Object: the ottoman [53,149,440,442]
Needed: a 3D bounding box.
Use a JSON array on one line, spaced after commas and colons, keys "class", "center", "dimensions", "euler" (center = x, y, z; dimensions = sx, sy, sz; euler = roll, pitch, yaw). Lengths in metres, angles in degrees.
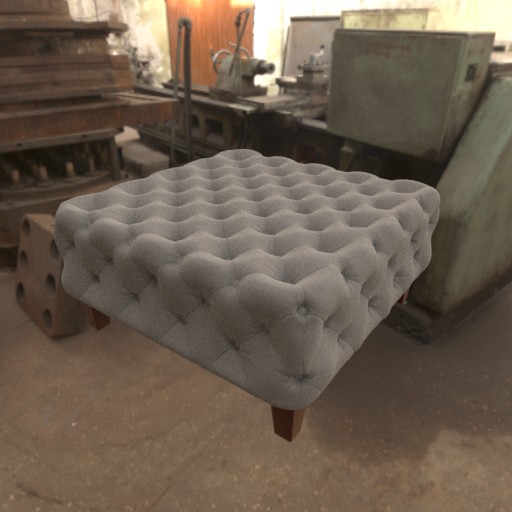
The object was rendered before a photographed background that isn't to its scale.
[{"class": "ottoman", "center": [0.000, 0.000, 1.439], "dimensions": [0.917, 0.439, 0.911], "euler": [19, 33, 32]}]
